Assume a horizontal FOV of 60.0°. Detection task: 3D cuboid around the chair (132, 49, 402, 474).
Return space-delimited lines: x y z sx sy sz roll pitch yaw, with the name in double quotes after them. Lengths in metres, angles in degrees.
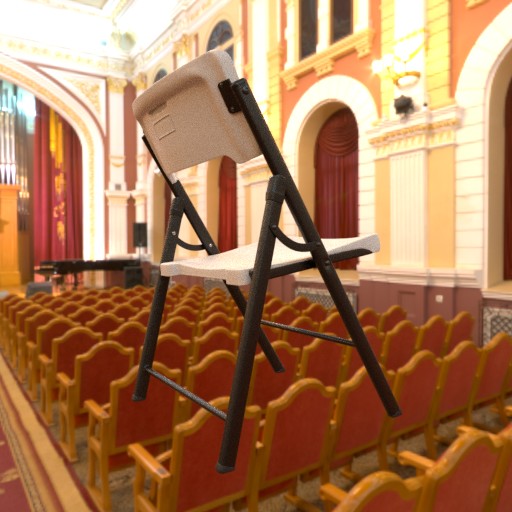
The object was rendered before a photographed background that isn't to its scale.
0.000 0.000 1.104 0.577 0.765 0.482 -1 1 -34 "chair"
